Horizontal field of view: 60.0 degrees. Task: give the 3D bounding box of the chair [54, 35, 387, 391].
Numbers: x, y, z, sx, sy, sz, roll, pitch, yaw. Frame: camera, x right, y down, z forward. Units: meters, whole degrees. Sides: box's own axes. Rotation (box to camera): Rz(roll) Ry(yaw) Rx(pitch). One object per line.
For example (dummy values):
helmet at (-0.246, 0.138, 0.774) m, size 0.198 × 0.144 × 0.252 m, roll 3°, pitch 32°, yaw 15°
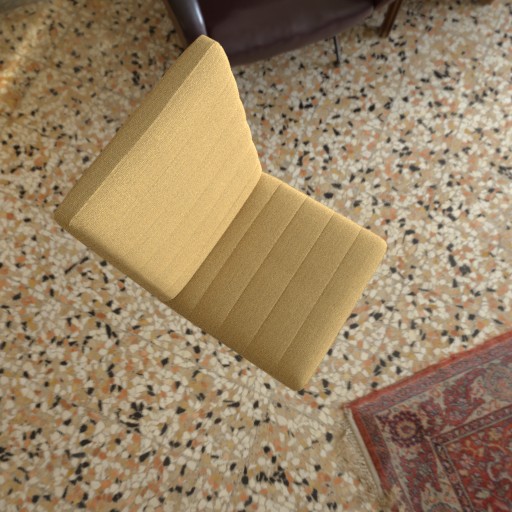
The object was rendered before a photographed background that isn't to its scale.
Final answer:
chair at (0.000, 0.000, 1.291) m, size 0.634 × 0.930 × 0.520 m, roll 32°, pitch 77°, yaw 8°
